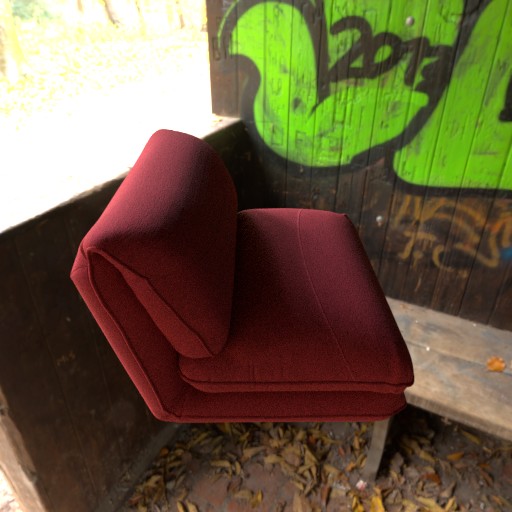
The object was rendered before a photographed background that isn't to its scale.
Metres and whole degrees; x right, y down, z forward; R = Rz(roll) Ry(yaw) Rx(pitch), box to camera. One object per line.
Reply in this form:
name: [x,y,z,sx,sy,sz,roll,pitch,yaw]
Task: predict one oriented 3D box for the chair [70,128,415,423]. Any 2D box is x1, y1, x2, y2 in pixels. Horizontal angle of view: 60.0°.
chair: [0.000,0.000,1.330,0.780,0.580,0.820,0,32,-1]
